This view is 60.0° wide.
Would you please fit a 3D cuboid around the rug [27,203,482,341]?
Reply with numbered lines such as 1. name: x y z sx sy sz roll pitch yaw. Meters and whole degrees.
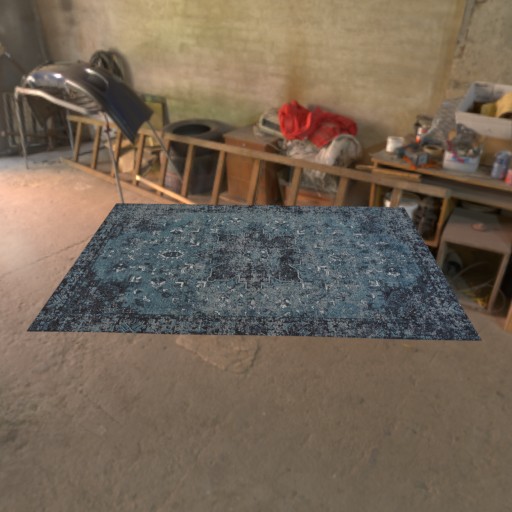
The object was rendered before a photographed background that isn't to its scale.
1. rug: 0.000 0.000 2.294 1.828 0.005 1.219 1 32 2
